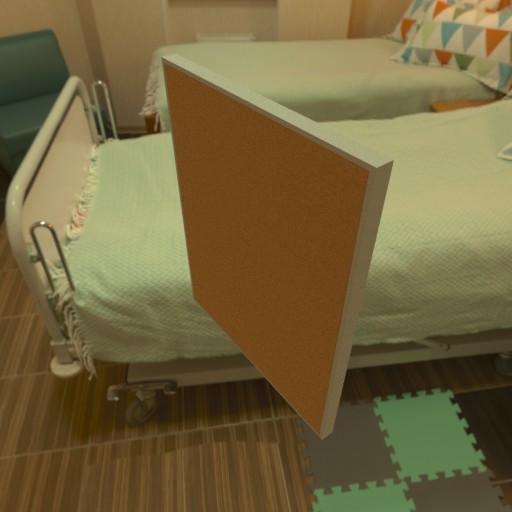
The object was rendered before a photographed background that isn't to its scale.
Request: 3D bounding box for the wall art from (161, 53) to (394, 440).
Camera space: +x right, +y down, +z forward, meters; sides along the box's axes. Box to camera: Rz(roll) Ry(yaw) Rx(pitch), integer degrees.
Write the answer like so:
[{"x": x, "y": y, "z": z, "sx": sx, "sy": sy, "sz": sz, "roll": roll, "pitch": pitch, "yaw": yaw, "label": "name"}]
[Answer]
[{"x": 0.000, "y": 0.000, "z": 1.050, "sx": 0.055, "sy": 0.763, "sz": 0.611, "roll": -27, "pitch": 47, "yaw": -27, "label": "wall art"}]
